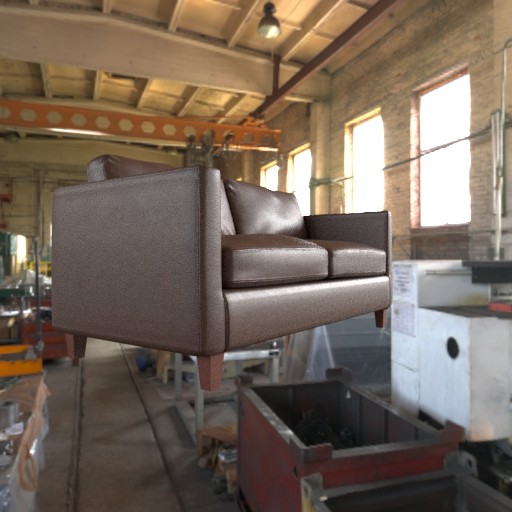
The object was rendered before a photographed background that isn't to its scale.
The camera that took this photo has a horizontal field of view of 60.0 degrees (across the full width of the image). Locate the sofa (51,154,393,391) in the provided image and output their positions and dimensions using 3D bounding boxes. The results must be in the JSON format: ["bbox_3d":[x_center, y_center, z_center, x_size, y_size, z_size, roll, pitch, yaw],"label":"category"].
[{"bbox_3d":[0.000,0.000,2.462,0.951,0.933,1.883,0,0,36],"label":"sofa"}]
